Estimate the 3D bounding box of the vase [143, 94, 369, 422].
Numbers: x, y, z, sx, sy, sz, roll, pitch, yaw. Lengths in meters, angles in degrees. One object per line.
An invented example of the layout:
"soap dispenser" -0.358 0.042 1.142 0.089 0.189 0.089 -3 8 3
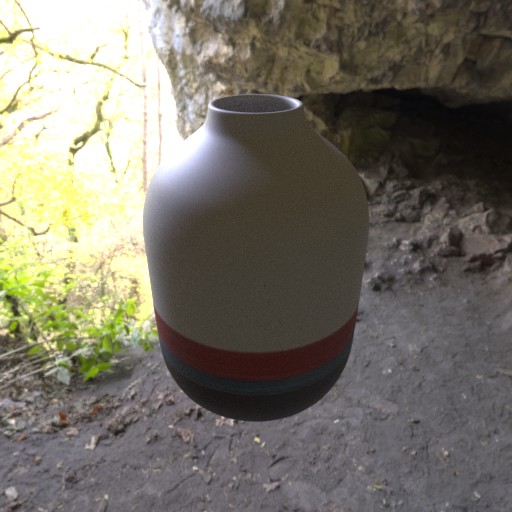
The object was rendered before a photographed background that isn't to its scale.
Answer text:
"vase" 0.000 0.000 0.355 0.169 0.237 0.169 0 30 0
